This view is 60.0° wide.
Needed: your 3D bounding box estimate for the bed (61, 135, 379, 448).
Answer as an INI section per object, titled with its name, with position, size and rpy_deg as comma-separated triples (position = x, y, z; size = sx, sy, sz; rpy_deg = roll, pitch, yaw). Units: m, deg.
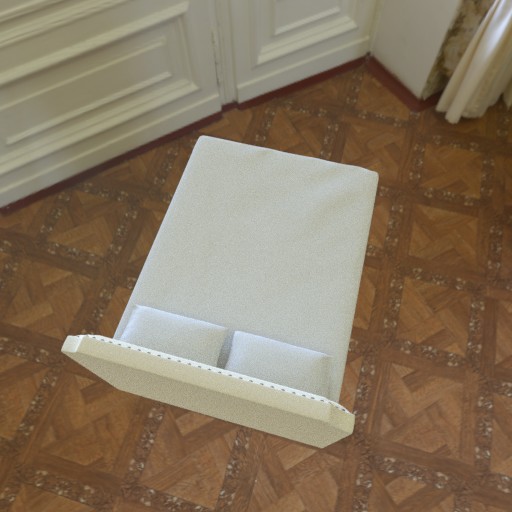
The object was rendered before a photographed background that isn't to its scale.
[bed]
position = 0.000, 0.000, 3.454
size = 1.703, 1.415, 2.329
rpy_deg = 14, 64, 7
